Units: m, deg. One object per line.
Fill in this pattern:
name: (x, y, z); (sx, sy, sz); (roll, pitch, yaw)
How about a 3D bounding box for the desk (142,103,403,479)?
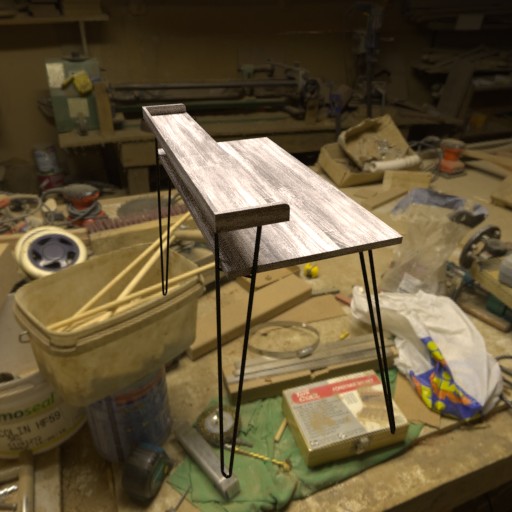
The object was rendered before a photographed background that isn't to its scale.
desk: (0.000, 0.000, 1.631); (0.605, 0.899, 1.135); (-11, 33, -17)
